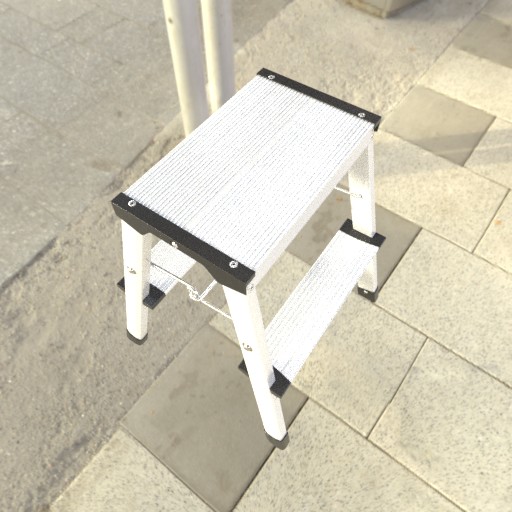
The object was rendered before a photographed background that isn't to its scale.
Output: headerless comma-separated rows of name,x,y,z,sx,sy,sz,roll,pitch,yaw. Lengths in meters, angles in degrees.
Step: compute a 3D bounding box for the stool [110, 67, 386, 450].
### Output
stool,0.000,0.000,0.783,0.405,0.480,0.404,30,62,18
